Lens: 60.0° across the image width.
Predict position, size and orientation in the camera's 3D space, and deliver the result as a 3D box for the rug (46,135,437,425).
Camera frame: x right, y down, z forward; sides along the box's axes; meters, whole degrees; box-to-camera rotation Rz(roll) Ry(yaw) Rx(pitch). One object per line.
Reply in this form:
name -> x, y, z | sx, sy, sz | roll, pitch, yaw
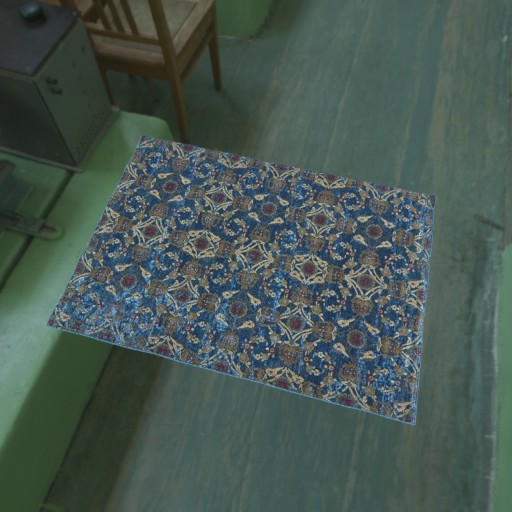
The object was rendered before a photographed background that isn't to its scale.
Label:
rug -> 0.000, 0.000, 4.309 | 3.291, 0.013, 2.337 | 13, 63, 7
